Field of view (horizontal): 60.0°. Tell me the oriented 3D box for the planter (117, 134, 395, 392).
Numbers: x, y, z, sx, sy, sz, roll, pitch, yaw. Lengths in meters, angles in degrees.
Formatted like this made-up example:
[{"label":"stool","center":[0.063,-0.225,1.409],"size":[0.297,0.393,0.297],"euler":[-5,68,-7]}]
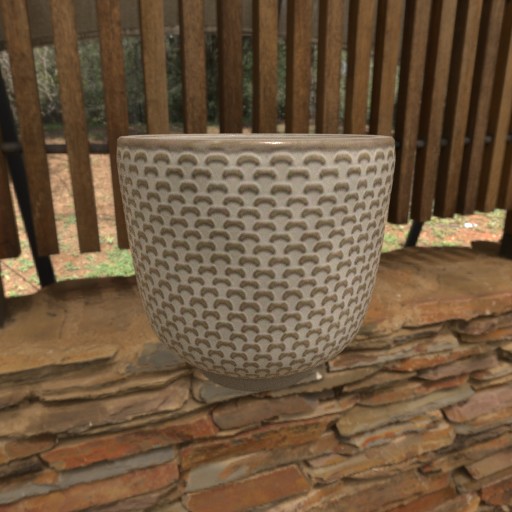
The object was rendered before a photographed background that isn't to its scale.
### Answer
[{"label":"planter","center":[0.000,0.000,0.305],"size":[0.173,0.160,0.173],"euler":[0,16,0]}]
